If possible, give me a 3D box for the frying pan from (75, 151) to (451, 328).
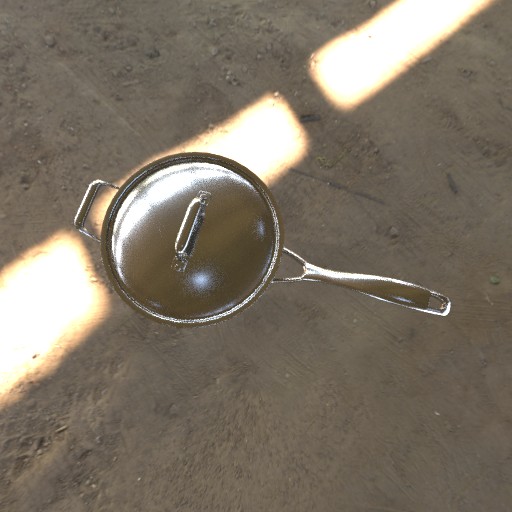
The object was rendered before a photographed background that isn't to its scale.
[{"bbox_3d":[0.000,0.000,0.673,0.561,0.114,0.280,17,76,4],"label":"frying pan"}]
